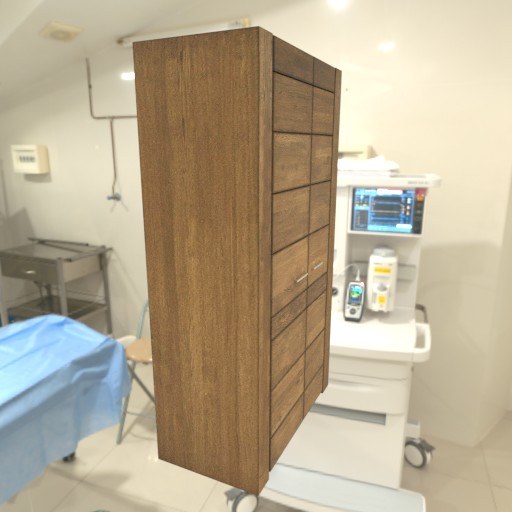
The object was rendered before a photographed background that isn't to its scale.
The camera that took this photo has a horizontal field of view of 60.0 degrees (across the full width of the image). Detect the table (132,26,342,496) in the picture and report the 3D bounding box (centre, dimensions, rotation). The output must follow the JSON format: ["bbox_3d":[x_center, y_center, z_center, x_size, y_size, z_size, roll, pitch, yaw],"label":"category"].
[{"bbox_3d":[0.000,0.000,2.421,0.600,2.000,1.100,7,16,25],"label":"table"}]
